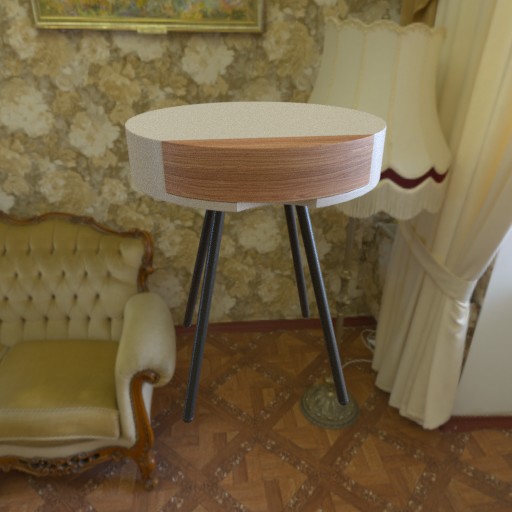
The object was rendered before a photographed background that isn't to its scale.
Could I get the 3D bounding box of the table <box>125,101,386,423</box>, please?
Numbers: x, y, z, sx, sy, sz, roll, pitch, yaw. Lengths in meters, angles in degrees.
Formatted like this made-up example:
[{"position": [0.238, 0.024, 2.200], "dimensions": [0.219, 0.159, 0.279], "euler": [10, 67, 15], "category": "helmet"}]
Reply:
[{"position": [0.000, 0.000, 0.876], "dimensions": [0.450, 0.525, 0.450], "euler": [0, 27, 0], "category": "table"}]
